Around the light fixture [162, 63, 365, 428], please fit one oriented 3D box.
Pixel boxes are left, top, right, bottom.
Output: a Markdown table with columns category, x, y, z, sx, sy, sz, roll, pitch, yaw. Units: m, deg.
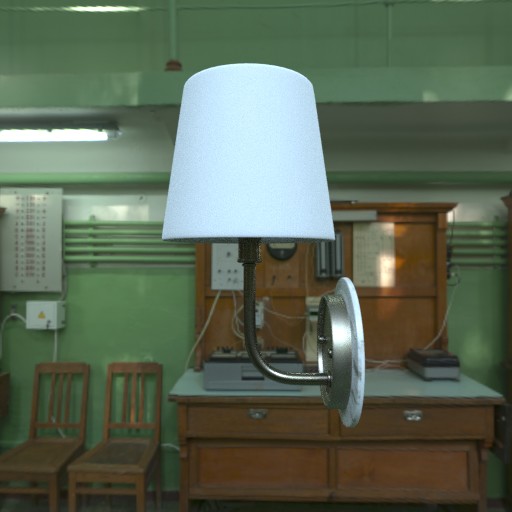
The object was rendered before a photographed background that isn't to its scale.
| category | x | y | z | sx | sy | sz | roll | pitch | yaw |
| --- | --- | --- | --- | --- | --- | --- | --- | --- | --- |
| light fixture | 0.000 | 0.000 | 0.450 | 0.188 | 0.337 | 0.168 | 0 | 0 | 0 |
